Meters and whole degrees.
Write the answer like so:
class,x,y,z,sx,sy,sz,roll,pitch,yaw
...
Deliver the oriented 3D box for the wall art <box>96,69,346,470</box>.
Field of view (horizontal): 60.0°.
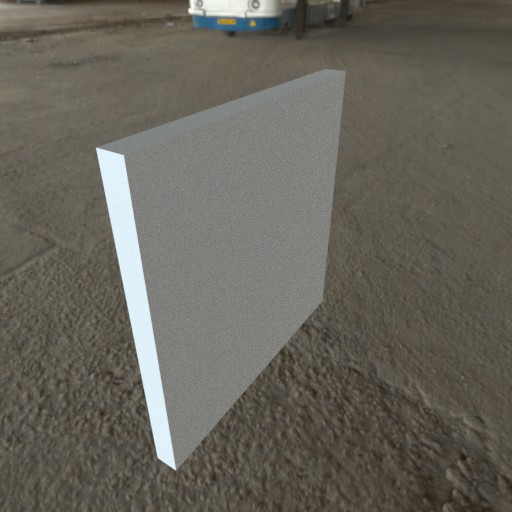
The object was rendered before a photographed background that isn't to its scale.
class,x,y,z,sx,sy,sz,roll,pitch,yaw
wall art,0.000,0.000,0.517,0.027,0.355,0.355,20,37,28
